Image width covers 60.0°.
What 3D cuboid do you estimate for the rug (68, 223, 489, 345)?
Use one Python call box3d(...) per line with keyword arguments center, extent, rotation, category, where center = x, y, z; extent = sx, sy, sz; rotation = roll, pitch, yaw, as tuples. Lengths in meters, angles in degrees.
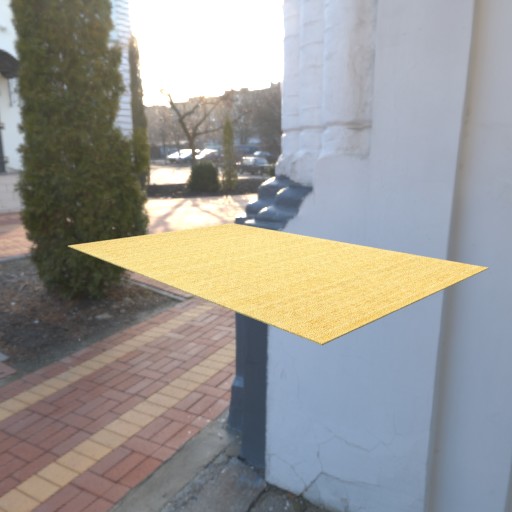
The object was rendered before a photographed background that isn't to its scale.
box3d(center=(0.000, 0.000, 2.851), extent=(1.524, 0.006, 2.286), rotation=(-12, 18, -42), category="rug")
